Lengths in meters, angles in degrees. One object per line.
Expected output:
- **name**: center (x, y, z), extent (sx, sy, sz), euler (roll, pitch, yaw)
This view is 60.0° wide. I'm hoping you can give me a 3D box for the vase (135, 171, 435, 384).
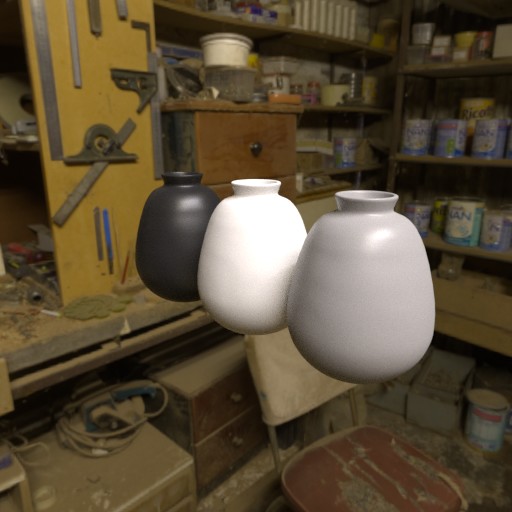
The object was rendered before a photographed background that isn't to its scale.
- **vase**: center (0.000, 0.000, 0.366), extent (0.097, 0.122, 0.297), euler (-15, 21, -42)
